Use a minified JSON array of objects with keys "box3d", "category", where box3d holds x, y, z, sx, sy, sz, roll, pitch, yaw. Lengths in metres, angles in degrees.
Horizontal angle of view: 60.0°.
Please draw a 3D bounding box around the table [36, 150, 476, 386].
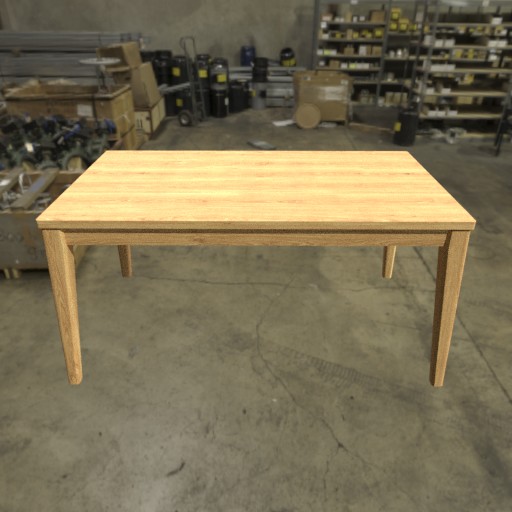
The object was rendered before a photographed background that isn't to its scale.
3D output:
[{"box3d":[0.000,0.000,2.093,1.600,0.760,0.900,0,30,0],"category":"table"}]
